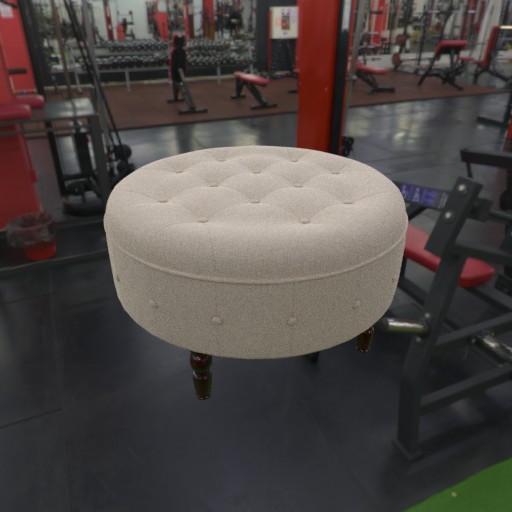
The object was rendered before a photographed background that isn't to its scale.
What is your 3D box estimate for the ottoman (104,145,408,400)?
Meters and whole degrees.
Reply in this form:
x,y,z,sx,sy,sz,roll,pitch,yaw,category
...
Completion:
x,y,z,sx,sy,sz,roll,pitch,yaw,category
0.000,0.000,1.370,0.848,0.494,0.848,0,29,0,ottoman
